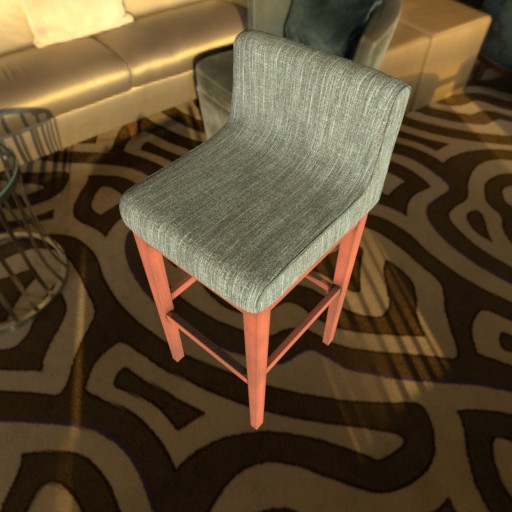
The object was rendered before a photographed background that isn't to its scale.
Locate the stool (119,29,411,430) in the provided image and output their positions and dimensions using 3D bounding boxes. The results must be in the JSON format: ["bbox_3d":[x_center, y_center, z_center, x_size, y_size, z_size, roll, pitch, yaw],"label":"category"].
[{"bbox_3d":[0.000,0.000,1.203,0.426,0.965,0.499,32,56,26],"label":"stool"}]
